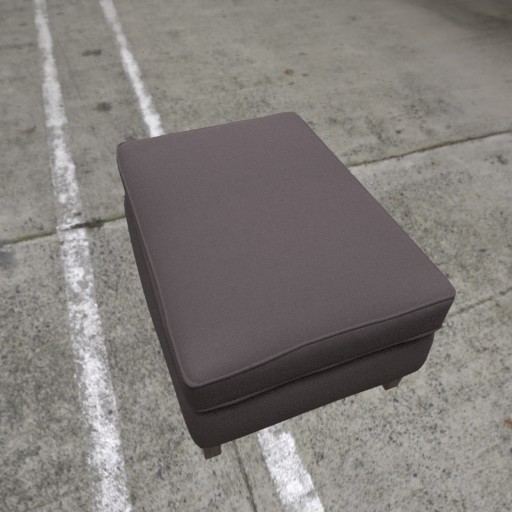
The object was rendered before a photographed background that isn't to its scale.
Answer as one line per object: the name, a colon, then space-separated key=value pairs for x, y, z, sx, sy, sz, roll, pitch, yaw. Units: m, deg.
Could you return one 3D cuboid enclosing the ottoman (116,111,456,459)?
ottoman: x=0.000 y=0.000 z=0.987 sx=0.508 sy=0.406 sz=0.686 roll=-15 pitch=48 yaw=-14
